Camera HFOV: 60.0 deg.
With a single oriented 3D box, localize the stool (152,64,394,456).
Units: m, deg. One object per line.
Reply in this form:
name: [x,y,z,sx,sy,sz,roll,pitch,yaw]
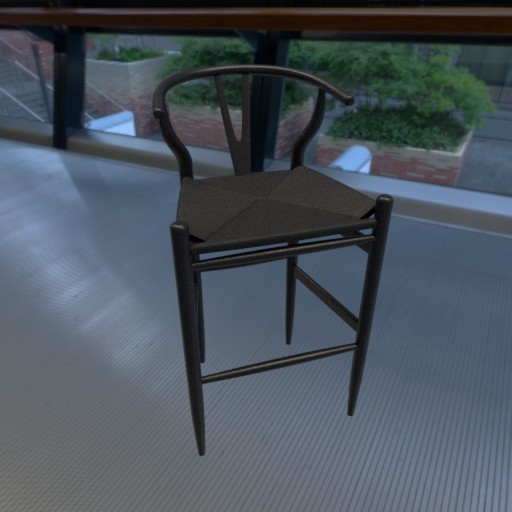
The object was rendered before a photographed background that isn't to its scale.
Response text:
stool: [0.000,0.000,1.428,0.569,1.072,0.579,-9,32,-14]
